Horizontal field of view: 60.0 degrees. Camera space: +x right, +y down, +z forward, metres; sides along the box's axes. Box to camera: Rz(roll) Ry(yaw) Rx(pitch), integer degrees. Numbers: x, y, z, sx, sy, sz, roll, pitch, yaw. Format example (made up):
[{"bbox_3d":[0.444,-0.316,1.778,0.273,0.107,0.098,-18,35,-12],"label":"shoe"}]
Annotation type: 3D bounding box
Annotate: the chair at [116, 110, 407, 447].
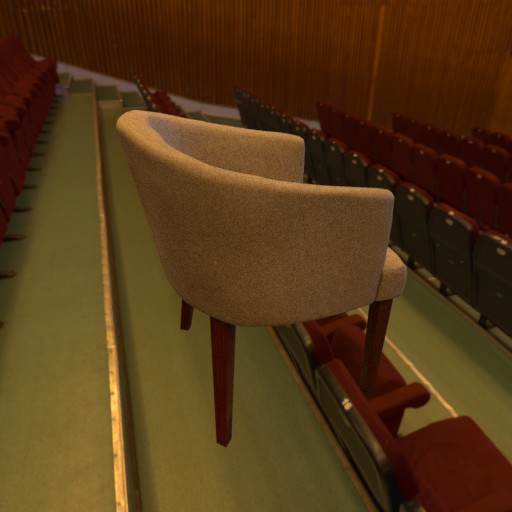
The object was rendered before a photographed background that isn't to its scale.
[{"bbox_3d":[0.000,0.000,1.264,0.655,0.811,0.583,-9,31,-16],"label":"chair"}]
